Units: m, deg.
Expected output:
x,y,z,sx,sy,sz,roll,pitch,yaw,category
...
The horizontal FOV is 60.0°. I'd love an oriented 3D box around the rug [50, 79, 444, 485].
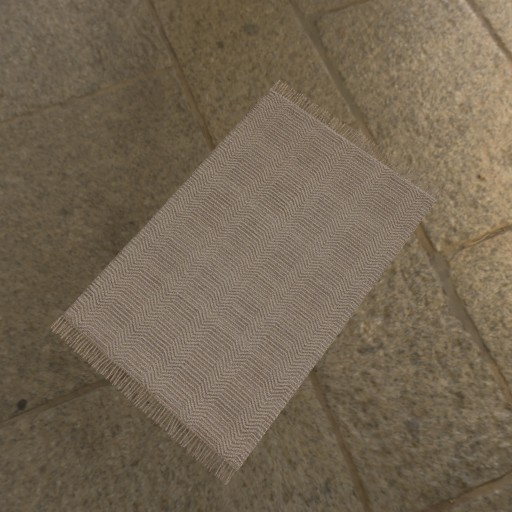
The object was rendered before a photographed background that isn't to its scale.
x,y,z,sx,sy,sz,roll,pitch,yaw,category
0.000,0.000,3.092,1.528,0.034,2.523,37,77,10,rug
